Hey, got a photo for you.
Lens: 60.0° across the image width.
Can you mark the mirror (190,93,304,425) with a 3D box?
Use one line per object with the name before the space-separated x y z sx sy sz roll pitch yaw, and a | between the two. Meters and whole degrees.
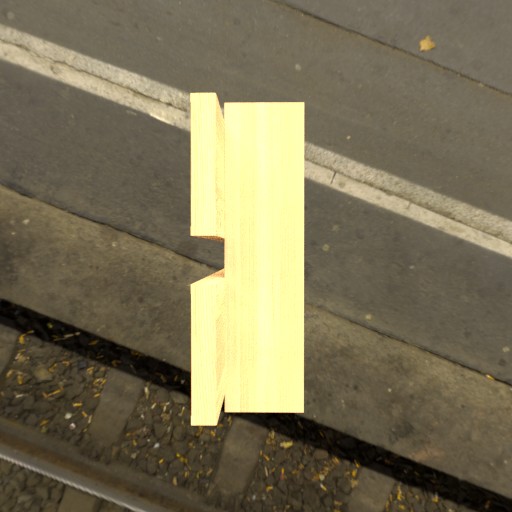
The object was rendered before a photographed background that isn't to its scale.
mirror | 0.000 0.000 1.563 0.260 1.250 0.800 0 91 1
